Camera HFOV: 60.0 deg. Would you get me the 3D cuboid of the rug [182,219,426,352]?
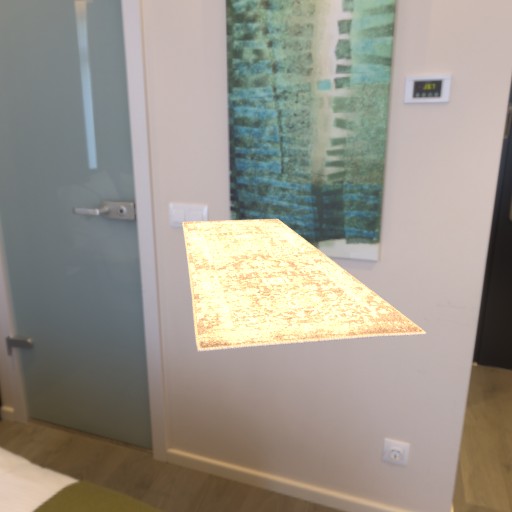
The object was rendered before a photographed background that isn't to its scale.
[{"bbox_3d":[0.000,0.000,2.742,0.855,0.017,2.452,-3,15,-10],"label":"rug"}]
